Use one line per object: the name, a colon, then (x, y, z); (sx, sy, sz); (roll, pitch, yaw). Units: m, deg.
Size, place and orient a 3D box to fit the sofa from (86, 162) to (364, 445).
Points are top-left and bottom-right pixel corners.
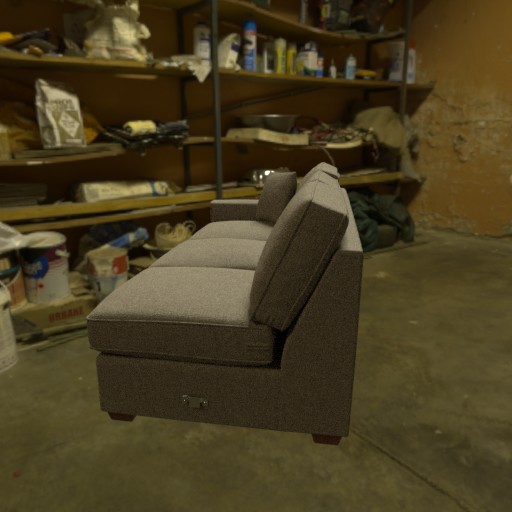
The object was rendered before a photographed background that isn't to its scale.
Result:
sofa: (0.000, 0.000, 2.510); (1.034, 0.946, 1.963); (2, 16, 9)
